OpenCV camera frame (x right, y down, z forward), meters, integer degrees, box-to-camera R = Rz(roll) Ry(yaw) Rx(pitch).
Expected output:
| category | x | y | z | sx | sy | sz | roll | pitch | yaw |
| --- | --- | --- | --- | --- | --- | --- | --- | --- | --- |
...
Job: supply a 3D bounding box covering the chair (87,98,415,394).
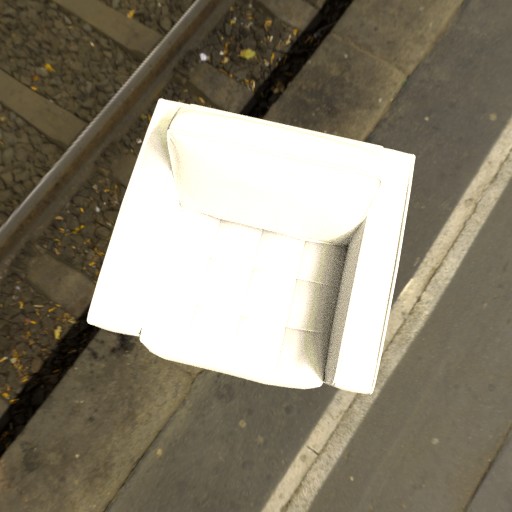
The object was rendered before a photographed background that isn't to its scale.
| category | x | y | z | sx | sy | sz | roll | pitch | yaw |
| --- | --- | --- | --- | --- | --- | --- | --- | --- | --- |
| chair | 0.000 | 0.000 | 1.573 | 0.928 | 0.773 | 0.843 | 13 | 78 | 3 |
